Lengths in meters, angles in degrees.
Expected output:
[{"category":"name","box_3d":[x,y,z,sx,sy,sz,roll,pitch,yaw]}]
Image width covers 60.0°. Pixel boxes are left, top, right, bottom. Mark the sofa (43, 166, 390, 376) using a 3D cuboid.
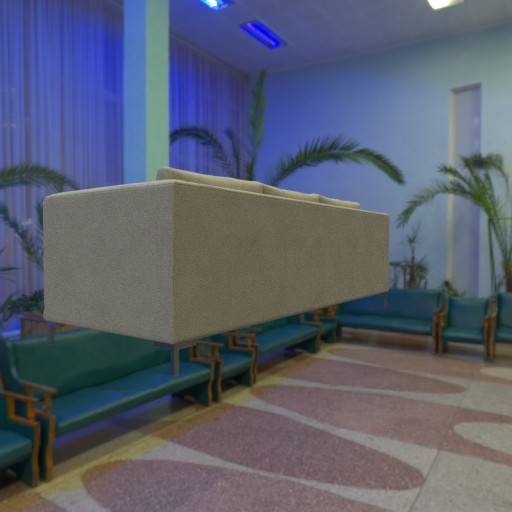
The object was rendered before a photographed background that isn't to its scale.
[{"category":"sofa","box_3d":[0.000,0.000,2.950,0.969,0.867,2.415,1,2,36]}]
